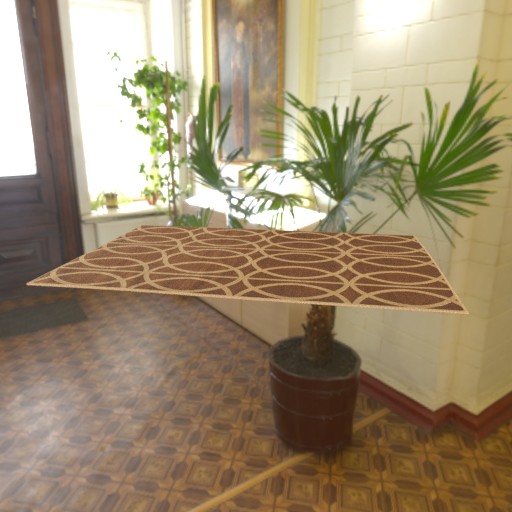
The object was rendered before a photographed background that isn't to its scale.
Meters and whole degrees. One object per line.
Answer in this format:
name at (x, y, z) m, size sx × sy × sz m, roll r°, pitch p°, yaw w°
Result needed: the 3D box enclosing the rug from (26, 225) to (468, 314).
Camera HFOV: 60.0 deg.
rug at (0.000, 0.000, 2.957) m, size 2.294 × 0.014 × 1.528 m, roll 3°, pitch 17°, yaw 9°
